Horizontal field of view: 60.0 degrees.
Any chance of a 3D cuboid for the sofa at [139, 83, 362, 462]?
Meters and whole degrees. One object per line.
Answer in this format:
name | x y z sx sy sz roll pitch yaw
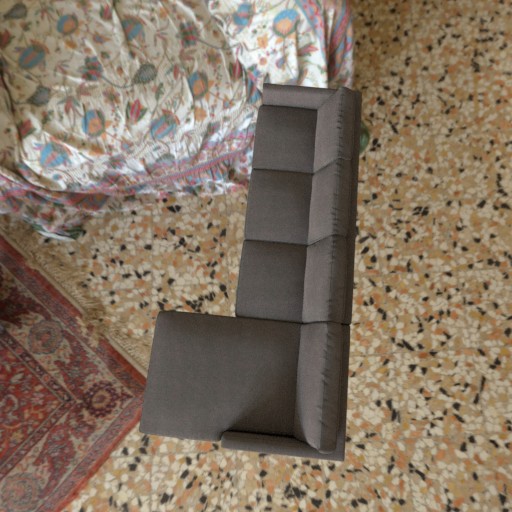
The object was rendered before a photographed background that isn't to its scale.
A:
sofa | 0.000 0.000 3.954 1.650 0.922 3.205 6 75 2
